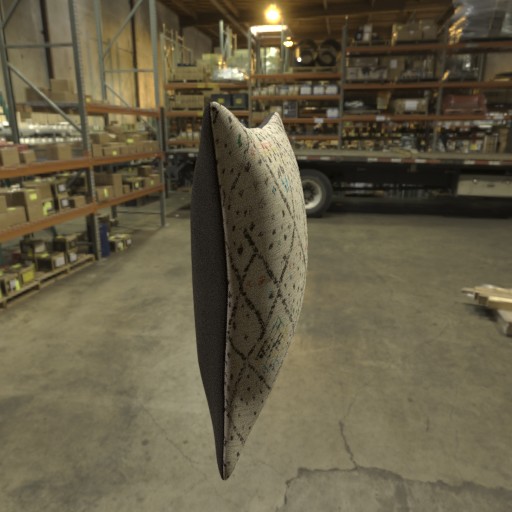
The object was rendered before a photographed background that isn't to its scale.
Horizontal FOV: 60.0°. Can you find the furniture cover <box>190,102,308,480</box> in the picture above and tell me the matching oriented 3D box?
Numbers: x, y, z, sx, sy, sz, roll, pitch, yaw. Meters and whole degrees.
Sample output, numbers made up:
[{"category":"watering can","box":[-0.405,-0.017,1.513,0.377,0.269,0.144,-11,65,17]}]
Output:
[{"category":"furniture cover","box":[0.000,0.000,0.779,0.180,0.498,0.525,3,16,10]}]
